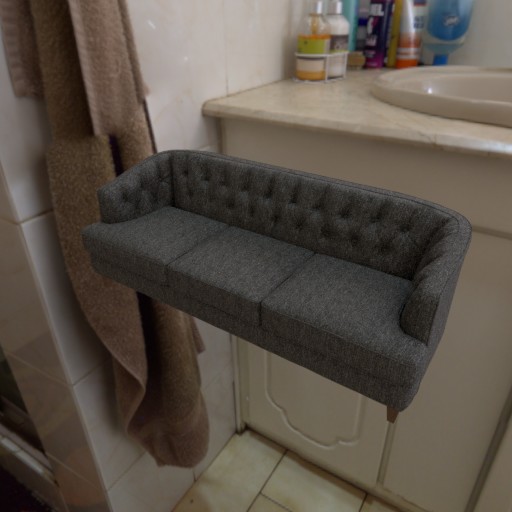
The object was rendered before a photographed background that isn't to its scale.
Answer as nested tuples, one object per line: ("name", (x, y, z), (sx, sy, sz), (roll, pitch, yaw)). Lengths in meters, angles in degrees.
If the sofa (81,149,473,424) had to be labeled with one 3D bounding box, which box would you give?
("sofa", (0.000, 0.000, 2.748), (2.278, 0.855, 0.941), (19, 35, 29))
